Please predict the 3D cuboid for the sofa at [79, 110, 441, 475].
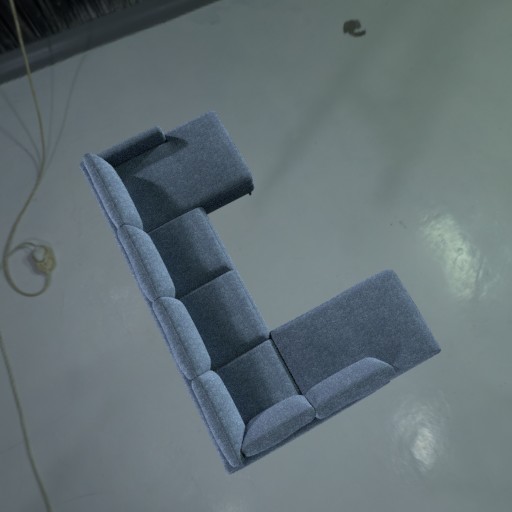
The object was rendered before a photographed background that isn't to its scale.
[{"bbox_3d":[0.000,0.000,3.633,1.879,0.756,2.737,-28,78,-6],"label":"sofa"}]
